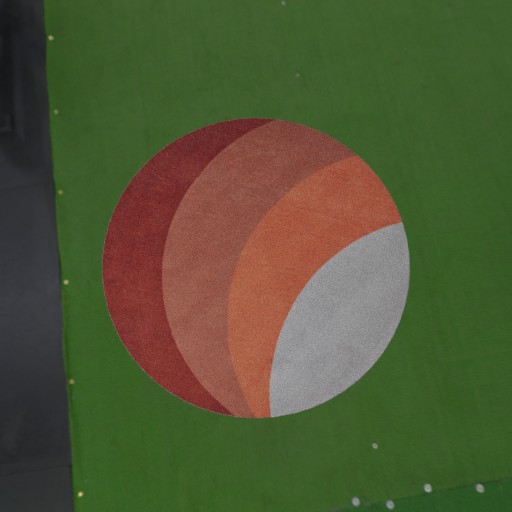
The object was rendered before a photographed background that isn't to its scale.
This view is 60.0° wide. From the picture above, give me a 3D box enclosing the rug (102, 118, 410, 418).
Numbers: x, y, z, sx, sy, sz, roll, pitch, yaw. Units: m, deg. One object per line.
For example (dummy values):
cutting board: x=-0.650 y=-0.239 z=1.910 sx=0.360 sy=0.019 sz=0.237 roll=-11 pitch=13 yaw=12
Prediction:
rug: x=0.000 y=0.000 z=2.189 sx=1.514 sy=0.015 sz=1.514 roll=0 pitch=76 yaw=0
